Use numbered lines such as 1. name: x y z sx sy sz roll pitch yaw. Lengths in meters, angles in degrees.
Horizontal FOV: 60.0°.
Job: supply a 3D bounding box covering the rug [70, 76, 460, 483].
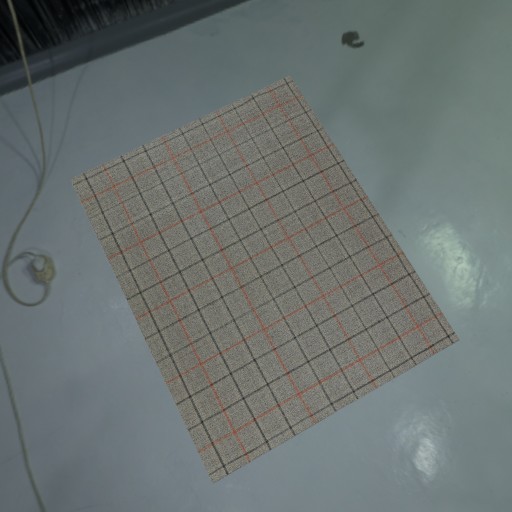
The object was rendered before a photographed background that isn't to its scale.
1. rug: 0.000 0.000 4.095 2.444 0.012 3.048 -28 77 -7
